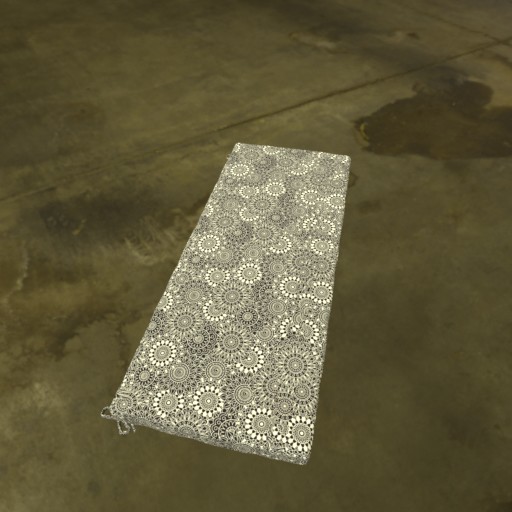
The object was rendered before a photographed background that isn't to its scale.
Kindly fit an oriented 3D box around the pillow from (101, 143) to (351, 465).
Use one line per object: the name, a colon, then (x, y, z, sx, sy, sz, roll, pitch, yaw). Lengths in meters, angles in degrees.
pillow: (0.000, 0.000, 1.359, 0.492, 0.081, 1.187, 9, 47, 9)
